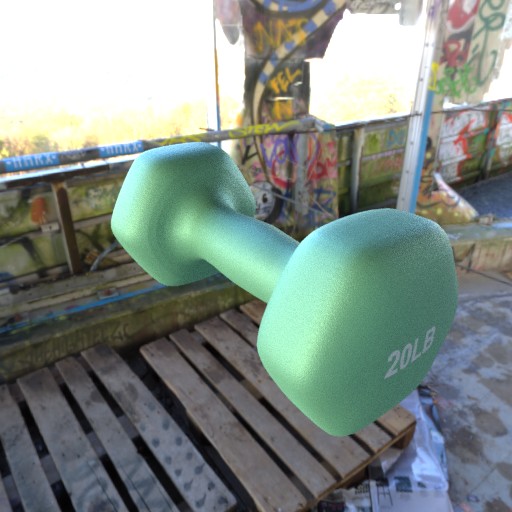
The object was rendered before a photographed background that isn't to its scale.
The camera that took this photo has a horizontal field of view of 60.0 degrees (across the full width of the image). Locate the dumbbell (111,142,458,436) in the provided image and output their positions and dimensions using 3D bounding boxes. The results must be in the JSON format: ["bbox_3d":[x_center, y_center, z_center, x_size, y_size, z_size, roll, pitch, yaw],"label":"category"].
[{"bbox_3d":[0.000,0.000,0.313,0.129,0.117,0.260,-19,32,-32],"label":"dumbbell"}]
